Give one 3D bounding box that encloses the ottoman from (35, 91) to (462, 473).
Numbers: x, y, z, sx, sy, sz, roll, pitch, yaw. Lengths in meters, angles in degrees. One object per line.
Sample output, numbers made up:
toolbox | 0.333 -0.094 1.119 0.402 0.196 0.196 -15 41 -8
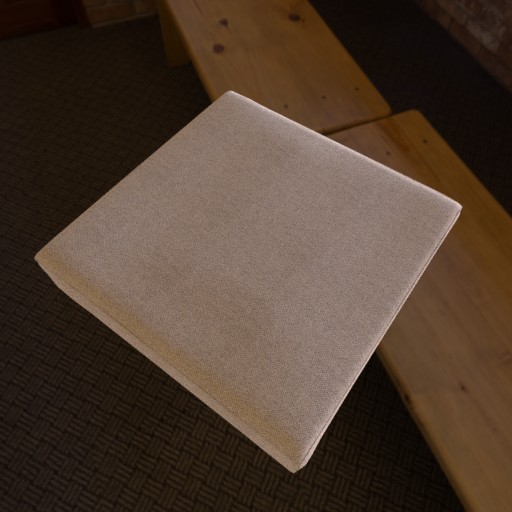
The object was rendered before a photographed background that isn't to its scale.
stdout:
ottoman | 0.000 0.000 1.516 0.982 0.381 0.973 32 64 18
